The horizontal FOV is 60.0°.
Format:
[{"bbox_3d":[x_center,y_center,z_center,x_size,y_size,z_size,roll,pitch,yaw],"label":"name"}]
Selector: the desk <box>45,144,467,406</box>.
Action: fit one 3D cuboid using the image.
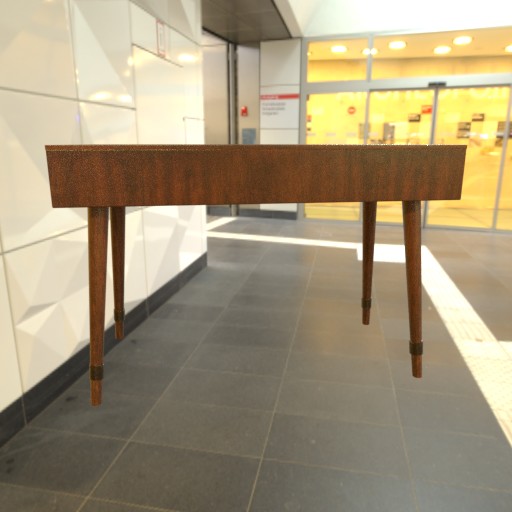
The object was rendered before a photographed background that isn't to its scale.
[{"bbox_3d":[0.000,0.000,2.112,1.577,1.031,0.734,-2,14,-8],"label":"desk"}]
